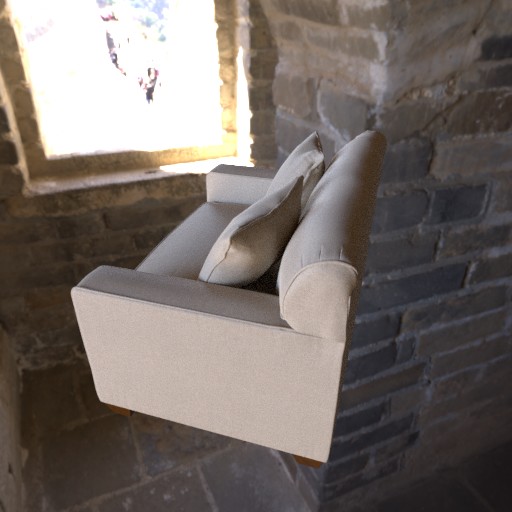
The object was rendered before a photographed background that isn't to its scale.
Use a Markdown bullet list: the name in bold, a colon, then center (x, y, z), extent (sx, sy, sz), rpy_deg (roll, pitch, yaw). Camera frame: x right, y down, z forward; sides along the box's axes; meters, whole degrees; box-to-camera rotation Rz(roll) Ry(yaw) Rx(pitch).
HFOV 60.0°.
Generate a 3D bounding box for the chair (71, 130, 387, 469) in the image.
- **chair**: center (0.000, 0.000, 2.049), extent (1.000, 0.948, 1.383), rpy_deg (9, 32, 15)
